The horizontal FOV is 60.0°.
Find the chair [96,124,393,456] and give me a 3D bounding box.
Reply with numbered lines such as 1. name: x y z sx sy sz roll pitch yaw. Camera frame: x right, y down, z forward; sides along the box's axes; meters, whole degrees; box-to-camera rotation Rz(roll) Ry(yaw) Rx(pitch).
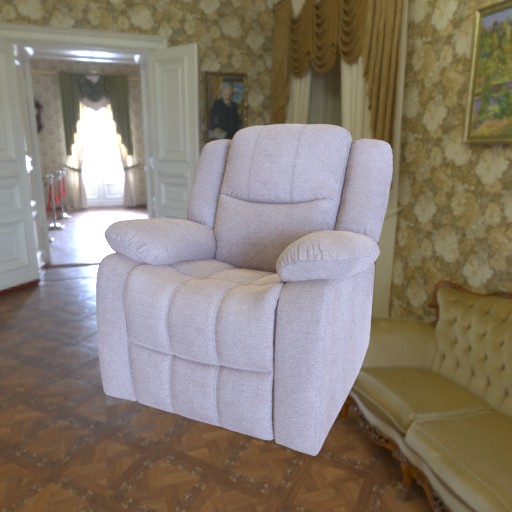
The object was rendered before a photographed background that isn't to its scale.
1. chair: 0.000 0.000 1.701 0.899 1.008 0.944 6 14 24
